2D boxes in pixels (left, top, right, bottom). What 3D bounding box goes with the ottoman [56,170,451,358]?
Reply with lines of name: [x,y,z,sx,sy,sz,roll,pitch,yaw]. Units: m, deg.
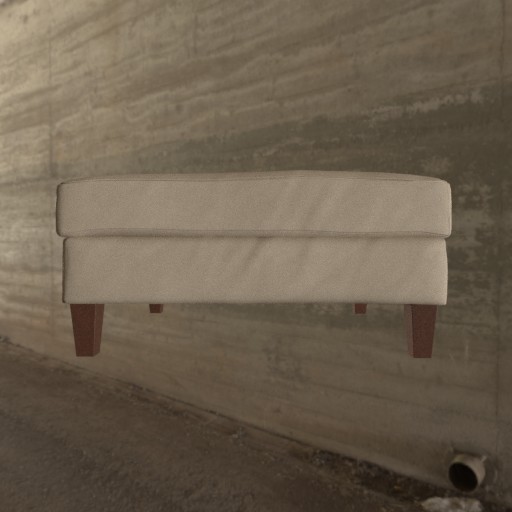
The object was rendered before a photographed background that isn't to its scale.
ottoman: [0.000,0.000,1.491,1.002,0.492,0.836,0,1,1]
